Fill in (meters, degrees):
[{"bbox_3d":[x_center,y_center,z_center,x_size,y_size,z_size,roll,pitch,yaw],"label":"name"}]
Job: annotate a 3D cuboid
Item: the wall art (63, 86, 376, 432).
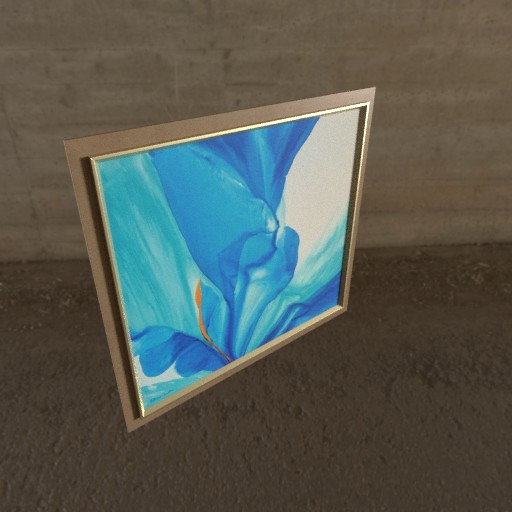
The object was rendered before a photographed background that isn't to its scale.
[{"bbox_3d":[0.000,0.000,1.646,1.168,1.067,0.025,-22,37,-32],"label":"wall art"}]
